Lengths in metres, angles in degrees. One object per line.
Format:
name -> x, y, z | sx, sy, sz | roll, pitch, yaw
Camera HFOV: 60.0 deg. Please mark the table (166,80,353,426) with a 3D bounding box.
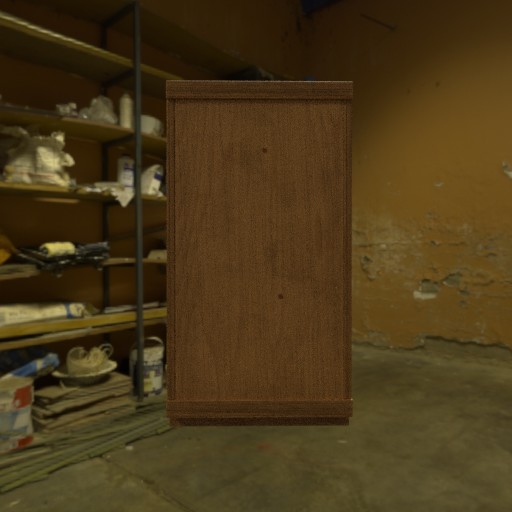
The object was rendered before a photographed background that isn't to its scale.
table -> 0.000, 0.000, 1.547 | 0.410, 0.771, 1.151 | 0, 0, -1
